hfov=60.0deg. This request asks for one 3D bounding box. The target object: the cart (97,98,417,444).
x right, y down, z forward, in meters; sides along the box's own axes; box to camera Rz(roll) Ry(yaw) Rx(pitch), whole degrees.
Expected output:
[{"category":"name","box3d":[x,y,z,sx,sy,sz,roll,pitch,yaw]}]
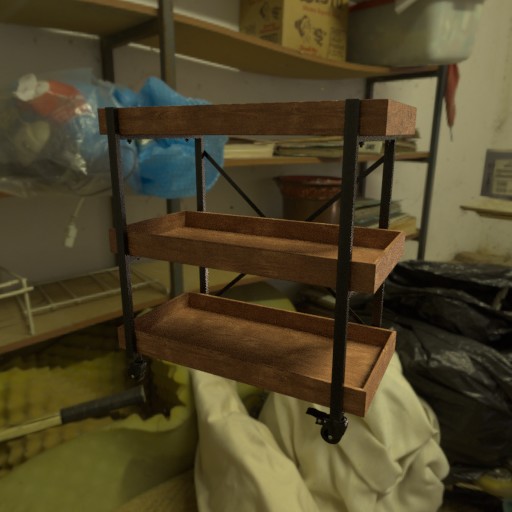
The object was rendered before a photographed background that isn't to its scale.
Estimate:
[{"category":"cart","box3d":[0.000,0.000,1.261,0.750,0.800,0.411,8,17,26]}]
